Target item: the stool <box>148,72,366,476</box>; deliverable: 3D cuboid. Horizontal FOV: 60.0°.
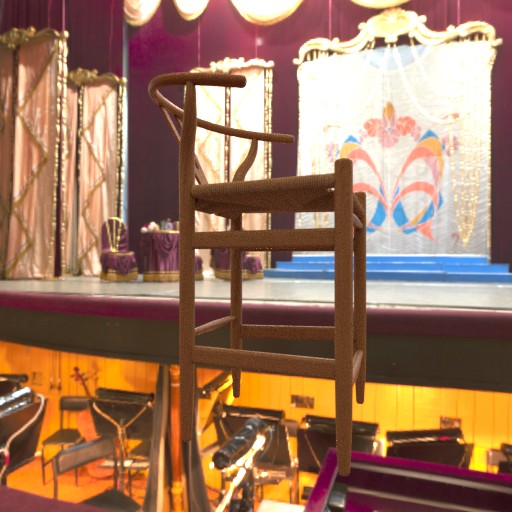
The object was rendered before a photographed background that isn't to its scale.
[{"bbox_3d":[0.000,0.000,1.246,0.575,0.923,0.536,0,0,17],"label":"stool"}]
